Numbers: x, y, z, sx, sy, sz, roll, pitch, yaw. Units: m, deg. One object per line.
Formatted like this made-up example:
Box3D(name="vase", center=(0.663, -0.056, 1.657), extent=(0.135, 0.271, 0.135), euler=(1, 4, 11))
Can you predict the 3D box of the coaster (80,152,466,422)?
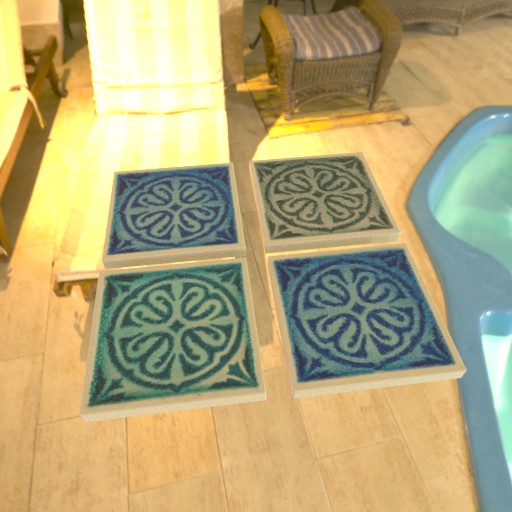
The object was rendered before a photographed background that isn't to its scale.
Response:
Box3D(name="coaster", center=(0.000, 0.000, 0.321), extent=(0.219, 0.010, 0.214), euler=(-5, 49, -5))
